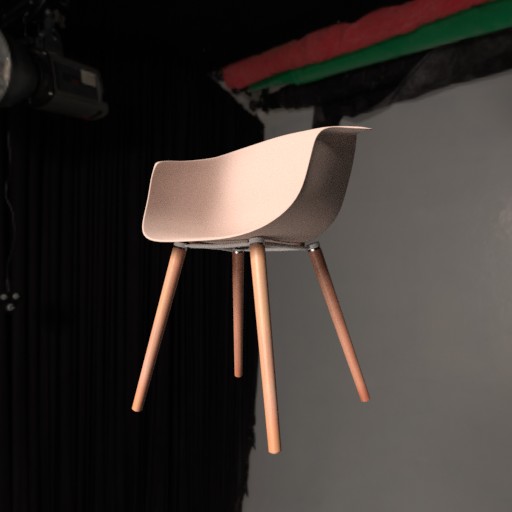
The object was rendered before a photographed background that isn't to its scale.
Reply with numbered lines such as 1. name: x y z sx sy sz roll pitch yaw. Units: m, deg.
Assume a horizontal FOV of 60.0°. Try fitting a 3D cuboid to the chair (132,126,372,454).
1. chair: 0.000 0.000 1.167 0.593 0.781 0.504 -1 -1 37
